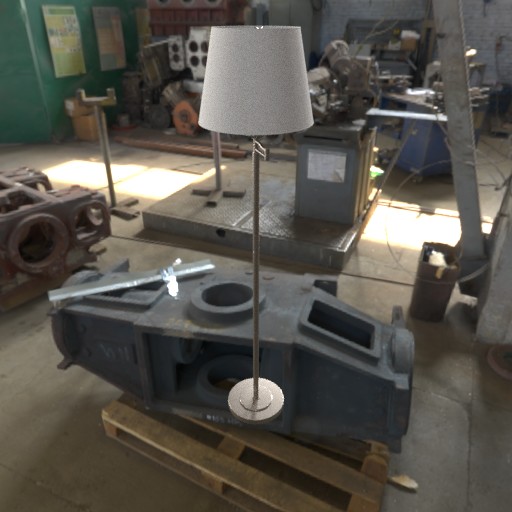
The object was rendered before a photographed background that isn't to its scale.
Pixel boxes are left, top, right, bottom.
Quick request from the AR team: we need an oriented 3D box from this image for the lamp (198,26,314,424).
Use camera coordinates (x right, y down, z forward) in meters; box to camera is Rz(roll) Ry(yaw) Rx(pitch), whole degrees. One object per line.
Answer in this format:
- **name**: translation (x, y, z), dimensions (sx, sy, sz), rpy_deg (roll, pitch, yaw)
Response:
- **lamp**: translation (0.000, 0.000, 1.604), dimensions (0.355, 1.473, 0.355), rpy_deg (0, 29, 0)
